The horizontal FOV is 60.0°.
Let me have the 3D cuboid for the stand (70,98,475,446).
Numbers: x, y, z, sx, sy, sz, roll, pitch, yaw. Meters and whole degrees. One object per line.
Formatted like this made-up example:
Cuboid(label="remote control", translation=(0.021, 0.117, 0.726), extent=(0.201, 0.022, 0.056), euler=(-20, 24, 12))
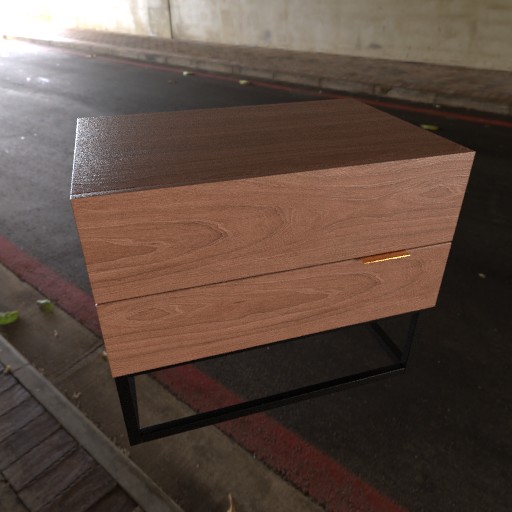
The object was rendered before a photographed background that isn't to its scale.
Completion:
Cuboid(label="stand", translation=(0.000, 0.000, 0.907), extent=(0.600, 0.500, 0.420), euler=(-9, 33, -15))
